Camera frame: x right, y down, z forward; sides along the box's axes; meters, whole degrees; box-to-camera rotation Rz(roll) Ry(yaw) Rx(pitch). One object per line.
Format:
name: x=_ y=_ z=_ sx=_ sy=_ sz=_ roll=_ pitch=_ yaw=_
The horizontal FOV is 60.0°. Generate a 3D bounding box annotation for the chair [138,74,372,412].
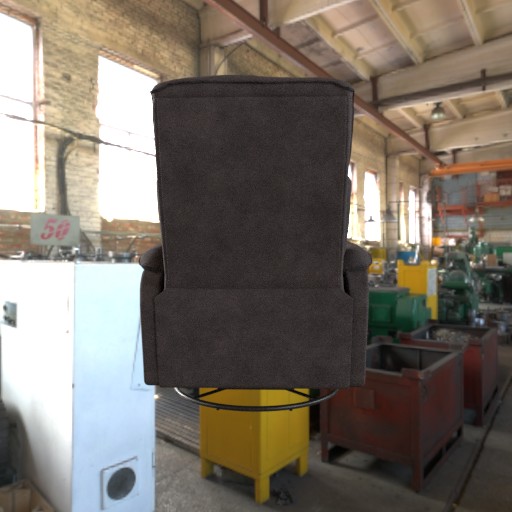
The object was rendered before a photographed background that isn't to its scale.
chair: x=0.000 y=0.000 z=1.705 sx=0.830 sy=1.035 sz=1.009 roll=0 pitch=0 yaw=2
